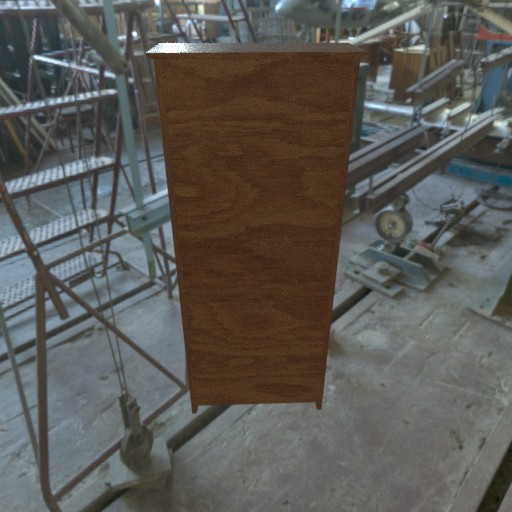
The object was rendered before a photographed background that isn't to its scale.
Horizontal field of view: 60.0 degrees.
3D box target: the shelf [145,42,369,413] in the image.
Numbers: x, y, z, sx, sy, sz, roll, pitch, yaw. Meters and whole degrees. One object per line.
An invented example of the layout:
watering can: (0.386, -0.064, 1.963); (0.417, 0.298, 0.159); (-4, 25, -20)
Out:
shelf: (0.000, 0.000, 2.225); (0.805, 1.905, 0.335); (-1, 31, -2)
